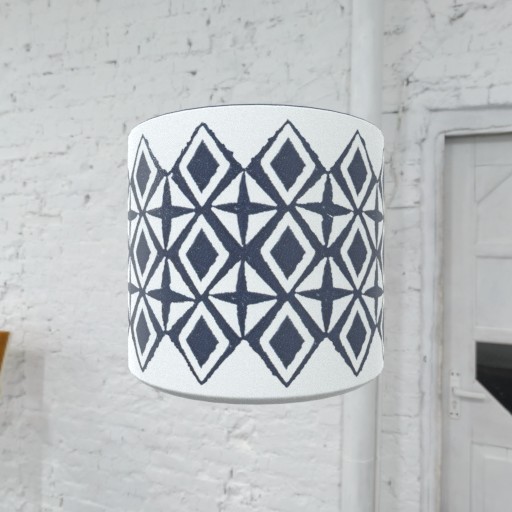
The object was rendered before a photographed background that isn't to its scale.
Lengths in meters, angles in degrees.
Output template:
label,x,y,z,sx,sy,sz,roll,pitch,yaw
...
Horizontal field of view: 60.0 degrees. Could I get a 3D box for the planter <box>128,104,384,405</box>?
label,x,y,z,sx,sy,sz,roll,pitch,yaw
planter,0.000,0.000,0.327,0.182,0.165,0.182,0,0,0
